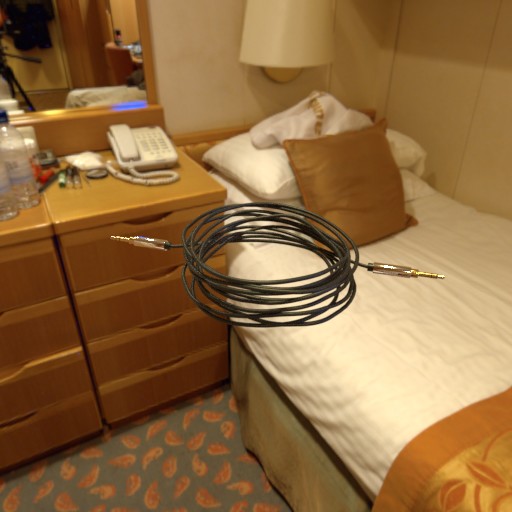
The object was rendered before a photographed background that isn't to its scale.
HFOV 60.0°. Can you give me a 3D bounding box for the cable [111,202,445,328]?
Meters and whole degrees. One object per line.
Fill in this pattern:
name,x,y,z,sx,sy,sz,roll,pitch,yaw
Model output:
cable,0.000,0.000,0.514,0.432,0.069,0.198,8,32,13
